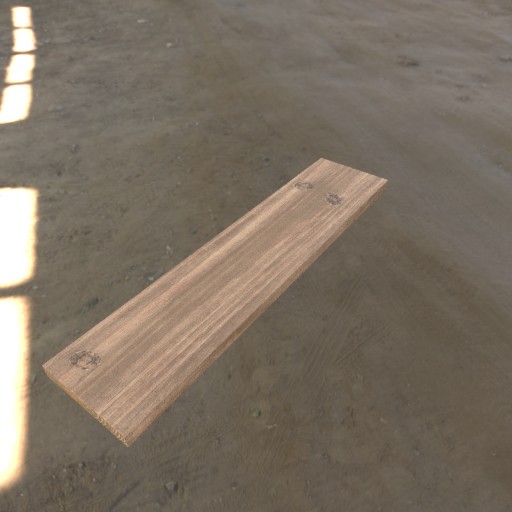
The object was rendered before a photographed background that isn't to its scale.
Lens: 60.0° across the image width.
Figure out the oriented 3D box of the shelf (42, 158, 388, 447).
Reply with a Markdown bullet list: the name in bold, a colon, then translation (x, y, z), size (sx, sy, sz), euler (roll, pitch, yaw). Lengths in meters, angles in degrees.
- **shelf**: translation (0.000, 0.000, 0.656), size (0.140, 0.020, 0.610), euler (26, 47, 27)
